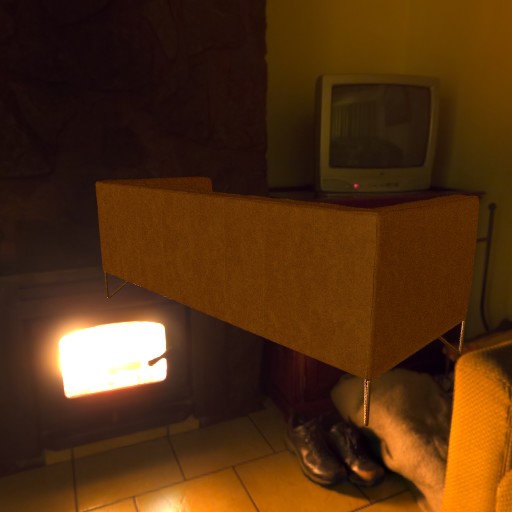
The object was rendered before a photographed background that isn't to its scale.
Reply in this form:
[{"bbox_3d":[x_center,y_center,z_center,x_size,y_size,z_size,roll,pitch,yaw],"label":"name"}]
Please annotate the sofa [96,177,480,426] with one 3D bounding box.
[{"bbox_3d":[0.000,0.000,2.532,0.912,0.798,2.079,-13,18,-43],"label":"sofa"}]
